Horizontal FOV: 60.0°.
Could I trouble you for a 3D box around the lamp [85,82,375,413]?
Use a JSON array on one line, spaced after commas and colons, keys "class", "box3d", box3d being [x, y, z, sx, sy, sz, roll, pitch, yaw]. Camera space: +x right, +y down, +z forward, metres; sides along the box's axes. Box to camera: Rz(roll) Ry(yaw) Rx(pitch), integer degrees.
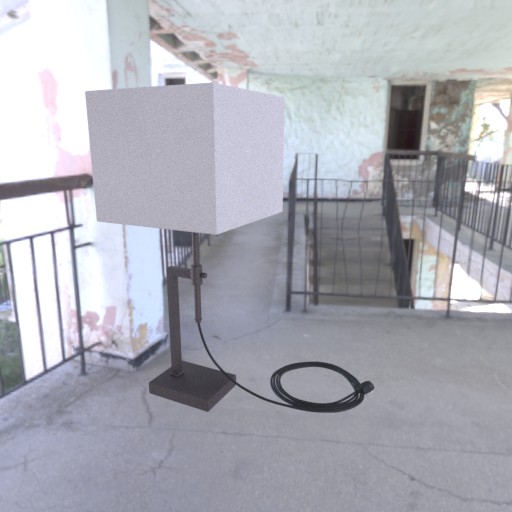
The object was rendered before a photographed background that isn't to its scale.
[{"class": "lamp", "box3d": [0.000, 0.000, 0.959, 0.504, 0.660, 0.399, 7, 16, 26]}]
